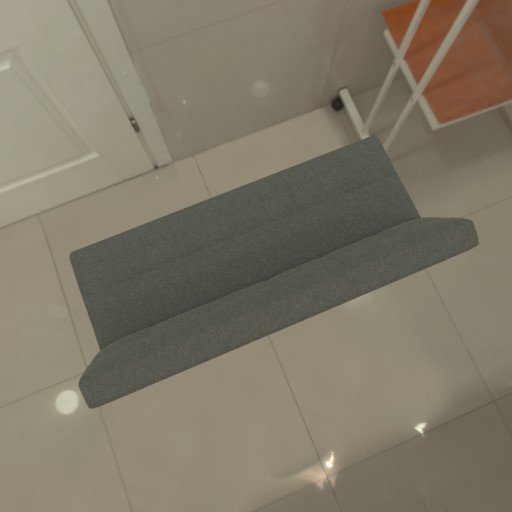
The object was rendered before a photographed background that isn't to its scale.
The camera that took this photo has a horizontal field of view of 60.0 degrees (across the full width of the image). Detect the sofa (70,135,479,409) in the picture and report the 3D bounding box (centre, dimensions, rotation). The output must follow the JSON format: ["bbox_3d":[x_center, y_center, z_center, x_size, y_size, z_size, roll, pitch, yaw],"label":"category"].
[{"bbox_3d":[0.000,0.000,2.266,1.820,0.770,0.820,-22,77,-5],"label":"sofa"}]
